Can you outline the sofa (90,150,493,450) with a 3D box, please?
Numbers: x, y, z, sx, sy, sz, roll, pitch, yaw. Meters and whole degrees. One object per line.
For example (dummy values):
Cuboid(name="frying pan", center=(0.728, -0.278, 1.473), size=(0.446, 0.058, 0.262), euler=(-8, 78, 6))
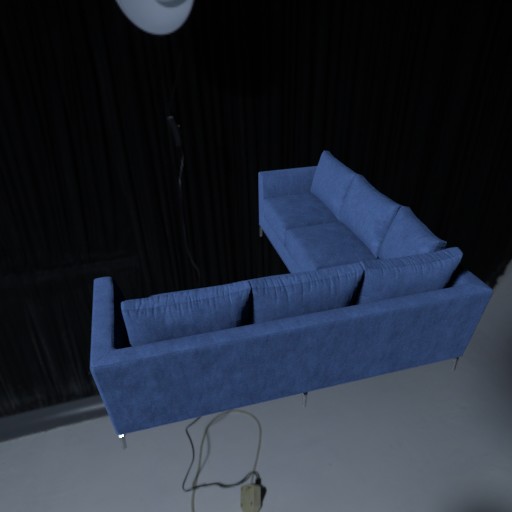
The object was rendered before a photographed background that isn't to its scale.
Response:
Cuboid(name="sofa", center=(0.000, 0.000, 3.677), size=(2.463, 0.988, 2.472), euler=(-8, 32, -14))
